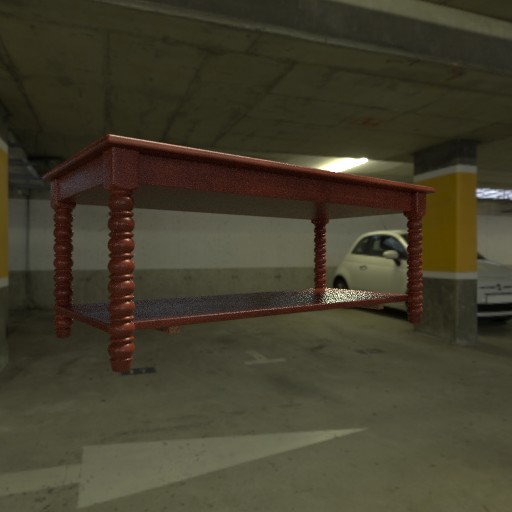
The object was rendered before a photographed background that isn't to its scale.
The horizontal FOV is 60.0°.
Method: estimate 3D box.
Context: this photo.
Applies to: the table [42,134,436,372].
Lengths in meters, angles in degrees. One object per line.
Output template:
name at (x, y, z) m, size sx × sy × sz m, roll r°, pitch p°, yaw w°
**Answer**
table at (0.000, 0.000, 1.449) m, size 1.171 × 0.485 × 0.580 m, roll 0°, pitch 0°, yaw -37°
